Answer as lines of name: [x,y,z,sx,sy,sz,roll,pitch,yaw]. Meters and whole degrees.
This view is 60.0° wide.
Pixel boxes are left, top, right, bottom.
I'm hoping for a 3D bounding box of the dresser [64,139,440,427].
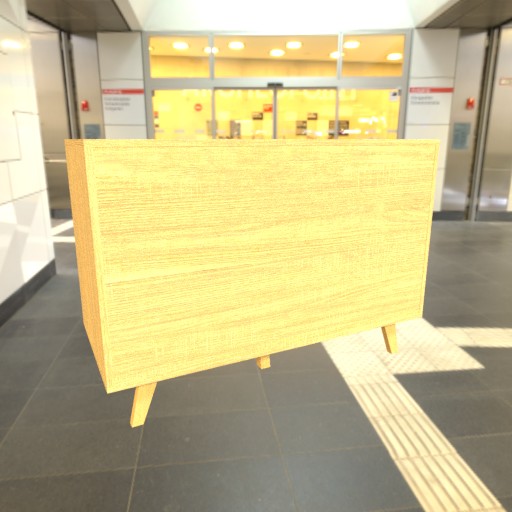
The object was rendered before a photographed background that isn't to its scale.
dresser: [0.000,0.000,1.533,1.110,0.780,0.500,-7,16,-26]
